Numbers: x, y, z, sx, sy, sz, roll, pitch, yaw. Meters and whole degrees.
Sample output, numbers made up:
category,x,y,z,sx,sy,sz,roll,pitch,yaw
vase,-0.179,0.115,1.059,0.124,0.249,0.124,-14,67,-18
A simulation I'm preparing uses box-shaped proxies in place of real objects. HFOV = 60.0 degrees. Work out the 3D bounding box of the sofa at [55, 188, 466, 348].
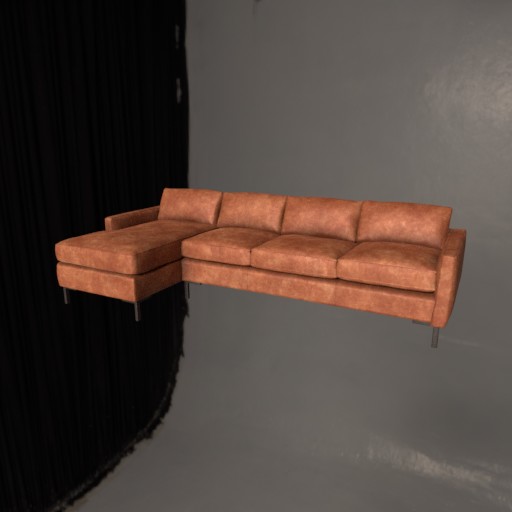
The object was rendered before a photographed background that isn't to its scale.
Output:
category,x,y,z,sx,sy,sz,roll,pitch,yaw
sofa,0.000,0.000,3.580,2.993,0.859,1.471,8,17,26
